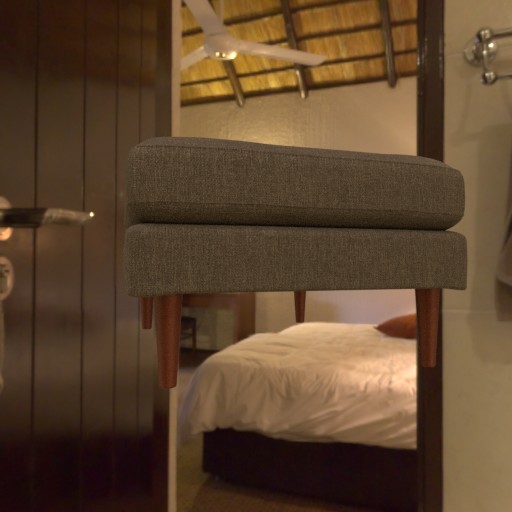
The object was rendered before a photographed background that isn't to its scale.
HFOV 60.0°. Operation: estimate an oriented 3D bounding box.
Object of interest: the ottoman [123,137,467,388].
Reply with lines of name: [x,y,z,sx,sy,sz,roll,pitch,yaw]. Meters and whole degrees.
ottoman: [0.000,0.000,1.210,0.693,0.474,0.821,0,-1,-17]
